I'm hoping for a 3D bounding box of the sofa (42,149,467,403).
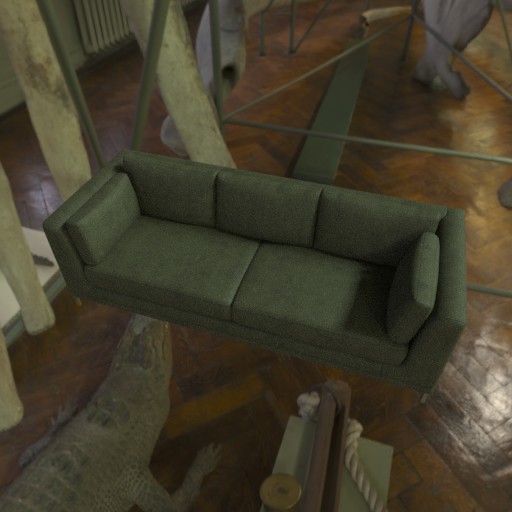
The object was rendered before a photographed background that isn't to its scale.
[{"bbox_3d":[0.000,0.000,2.902,2.415,0.867,0.969,13,44,13],"label":"sofa"}]
